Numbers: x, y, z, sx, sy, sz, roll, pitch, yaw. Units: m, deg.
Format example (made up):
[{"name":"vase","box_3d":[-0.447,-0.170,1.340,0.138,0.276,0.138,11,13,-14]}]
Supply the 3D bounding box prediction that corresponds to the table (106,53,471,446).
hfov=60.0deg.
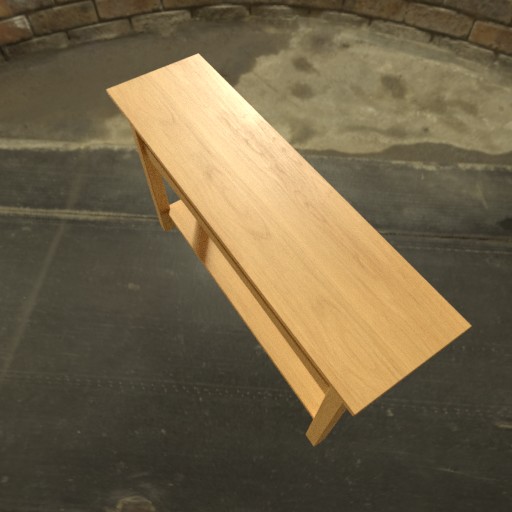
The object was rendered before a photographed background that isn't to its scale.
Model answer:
[{"name":"table","box_3d":[0.000,0.000,1.538,0.350,0.730,1.240,-30,63,-17]}]
